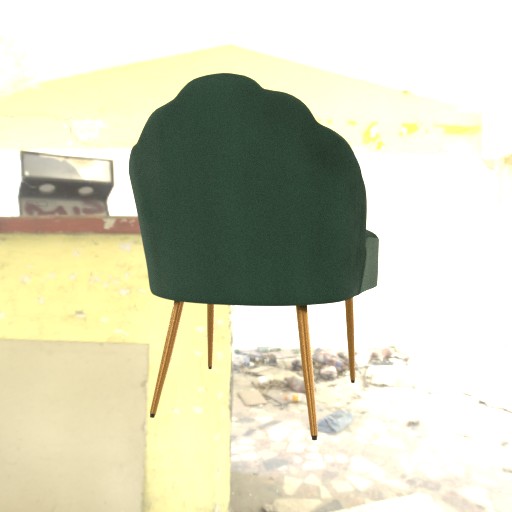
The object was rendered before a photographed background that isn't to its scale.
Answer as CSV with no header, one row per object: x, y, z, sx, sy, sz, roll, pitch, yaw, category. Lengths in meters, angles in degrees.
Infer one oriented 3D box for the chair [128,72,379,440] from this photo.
0.000,0.000,1.258,0.657,0.819,0.599,1,2,18,chair
